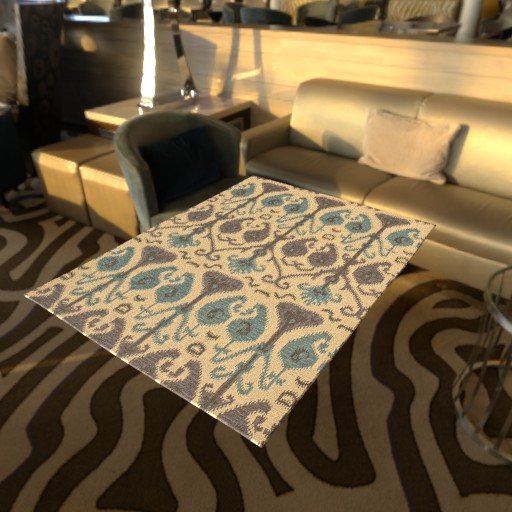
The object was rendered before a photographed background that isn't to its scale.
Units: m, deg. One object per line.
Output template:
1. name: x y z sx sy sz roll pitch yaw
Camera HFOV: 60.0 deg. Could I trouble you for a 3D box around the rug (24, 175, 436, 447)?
1. rug: 0.000 0.000 2.906 1.676 0.013 2.261 21 37 30
